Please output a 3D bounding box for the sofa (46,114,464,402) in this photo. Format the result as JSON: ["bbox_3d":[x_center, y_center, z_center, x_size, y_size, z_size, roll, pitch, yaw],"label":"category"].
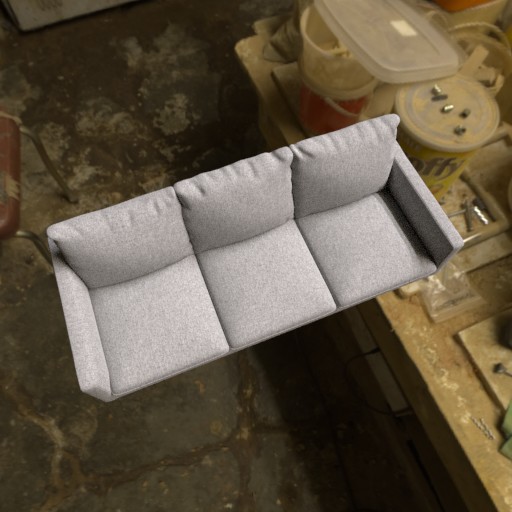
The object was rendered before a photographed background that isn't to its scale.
[{"bbox_3d":[0.000,0.000,2.415,2.000,0.830,0.850,-20,66,-9],"label":"sofa"}]
